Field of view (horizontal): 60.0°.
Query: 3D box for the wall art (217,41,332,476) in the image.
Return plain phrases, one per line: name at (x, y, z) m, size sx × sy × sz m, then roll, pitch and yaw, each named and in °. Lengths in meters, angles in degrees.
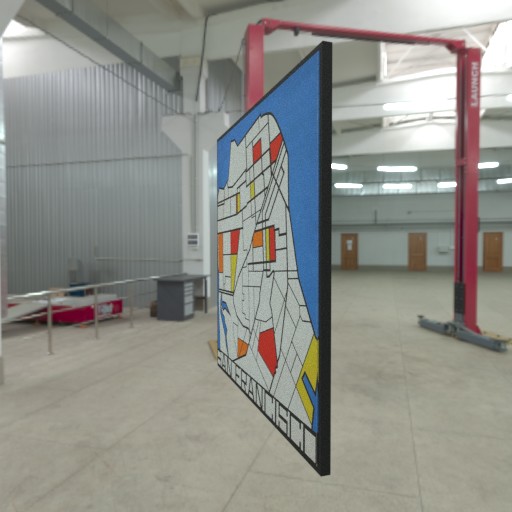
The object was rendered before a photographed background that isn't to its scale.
wall art at (0.000, 0.000, 0.683) m, size 0.013 × 0.457 × 0.458 m, roll -1°, pitch 2°, yaw -19°
